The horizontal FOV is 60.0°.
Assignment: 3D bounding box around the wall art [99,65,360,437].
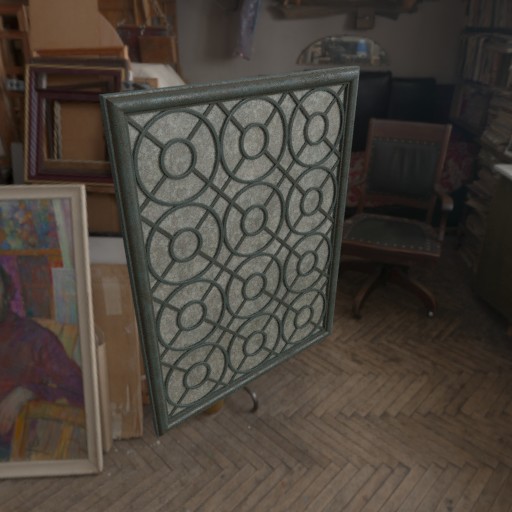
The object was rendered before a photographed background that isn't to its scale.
[{"bbox_3d":[0.000,0.000,1.306,0.767,0.983,0.030,-22,36,-33],"label":"wall art"}]
